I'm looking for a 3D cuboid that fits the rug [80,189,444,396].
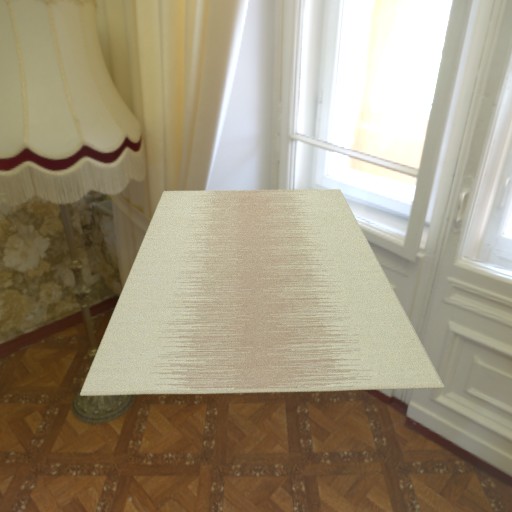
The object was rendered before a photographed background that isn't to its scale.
[{"bbox_3d":[0.000,0.000,2.294,1.234,0.006,1.850,-1,30,-1],"label":"rug"}]
